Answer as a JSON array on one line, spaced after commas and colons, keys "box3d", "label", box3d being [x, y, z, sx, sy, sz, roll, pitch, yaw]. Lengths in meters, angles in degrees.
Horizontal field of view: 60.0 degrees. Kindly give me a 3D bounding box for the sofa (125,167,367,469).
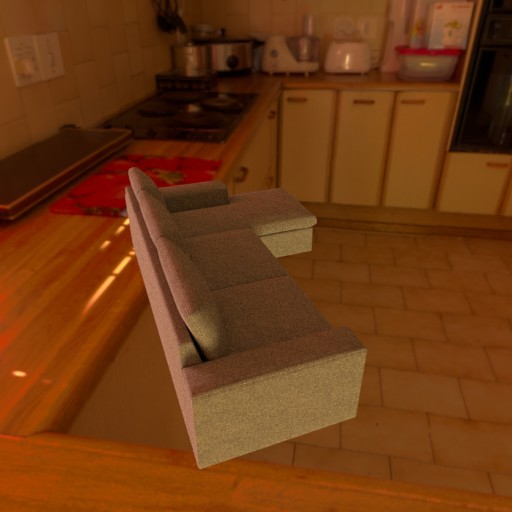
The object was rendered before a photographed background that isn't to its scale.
[{"box3d": [0.000, 0.000, 3.523, 1.689, 0.940, 2.718, -11, 32, -18], "label": "sofa"}]
